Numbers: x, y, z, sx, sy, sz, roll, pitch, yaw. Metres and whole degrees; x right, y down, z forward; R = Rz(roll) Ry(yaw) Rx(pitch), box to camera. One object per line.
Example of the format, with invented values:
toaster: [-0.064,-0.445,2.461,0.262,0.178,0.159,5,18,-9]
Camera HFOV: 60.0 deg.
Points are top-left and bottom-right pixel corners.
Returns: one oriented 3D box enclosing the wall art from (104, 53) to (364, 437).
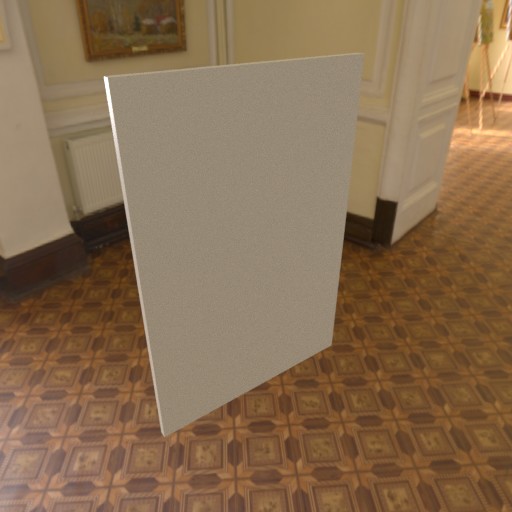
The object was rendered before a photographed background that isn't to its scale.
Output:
wall art: [0.000,0.000,0.589,0.325,0.474,0.010,-20,36,-31]
